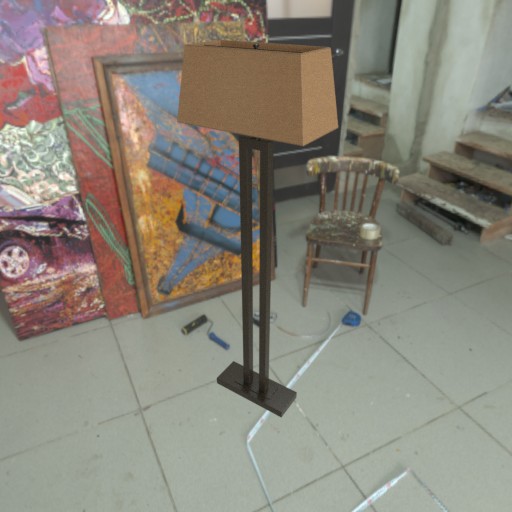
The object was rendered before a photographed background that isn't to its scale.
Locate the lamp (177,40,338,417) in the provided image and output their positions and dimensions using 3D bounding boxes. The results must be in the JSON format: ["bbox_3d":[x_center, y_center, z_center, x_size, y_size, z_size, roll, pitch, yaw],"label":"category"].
[{"bbox_3d":[0.000,0.000,1.696,0.475,1.469,0.233,19,36,28],"label":"lamp"}]
